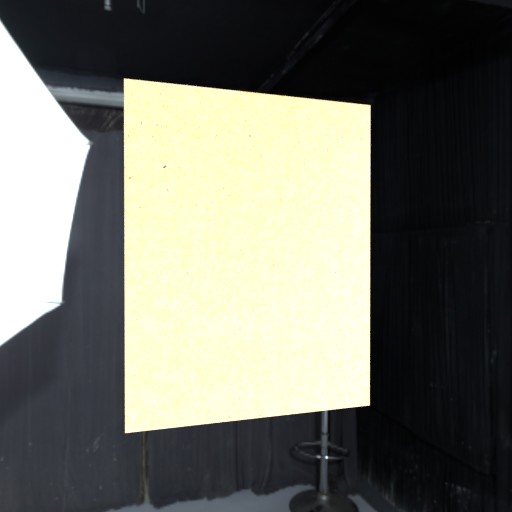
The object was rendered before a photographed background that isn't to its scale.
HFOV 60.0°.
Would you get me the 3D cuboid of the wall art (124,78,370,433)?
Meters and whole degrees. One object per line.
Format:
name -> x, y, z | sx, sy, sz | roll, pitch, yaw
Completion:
wall art -> 0.000, 0.000, 0.846 | 0.481, 0.613, 0.020 | 0, 1, -17
